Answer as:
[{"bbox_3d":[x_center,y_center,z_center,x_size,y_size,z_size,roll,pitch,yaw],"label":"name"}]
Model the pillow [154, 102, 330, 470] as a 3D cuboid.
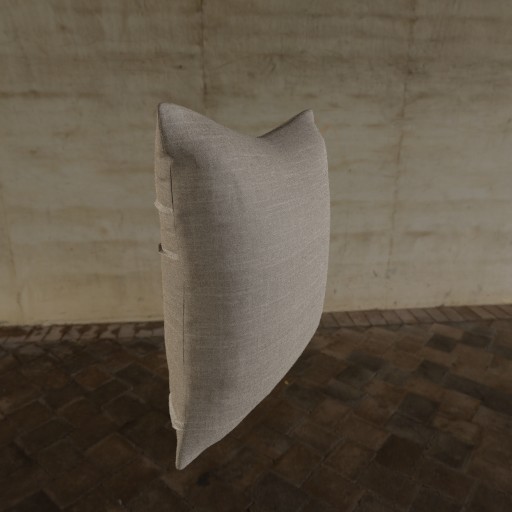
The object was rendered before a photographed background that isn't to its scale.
[{"bbox_3d":[0.000,0.000,0.626,0.169,0.400,0.424,8,19,25],"label":"pillow"}]
